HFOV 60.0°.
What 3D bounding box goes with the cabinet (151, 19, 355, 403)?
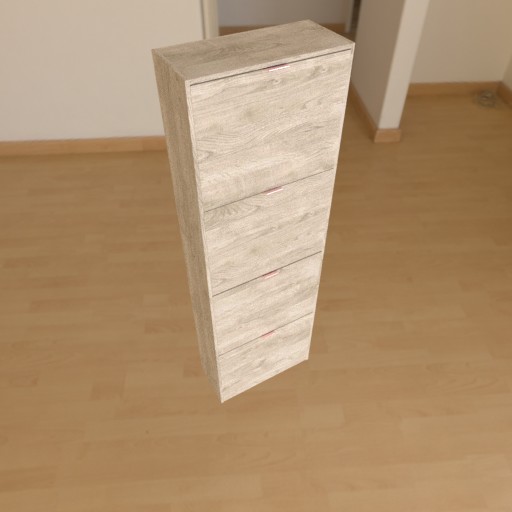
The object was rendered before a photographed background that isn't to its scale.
[{"bbox_3d":[0.000,0.000,1.802,0.520,1.630,0.250,-22,49,-20],"label":"cabinet"}]
